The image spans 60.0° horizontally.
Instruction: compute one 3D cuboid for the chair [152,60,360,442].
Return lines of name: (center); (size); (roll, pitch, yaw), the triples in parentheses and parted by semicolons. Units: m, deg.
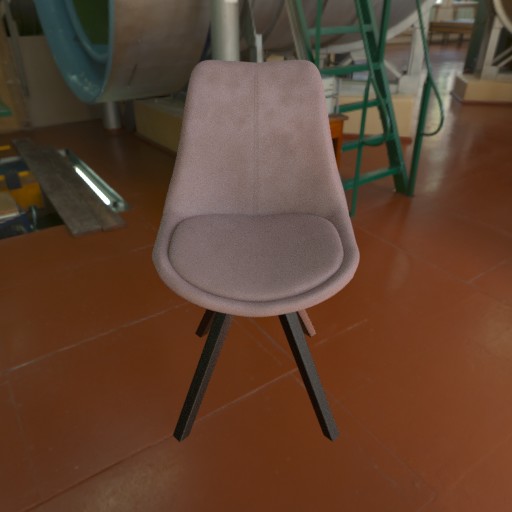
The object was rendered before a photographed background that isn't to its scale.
chair: (0.000, 0.000, 1.135); (0.483, 0.865, 0.547); (0, 31, 0)
